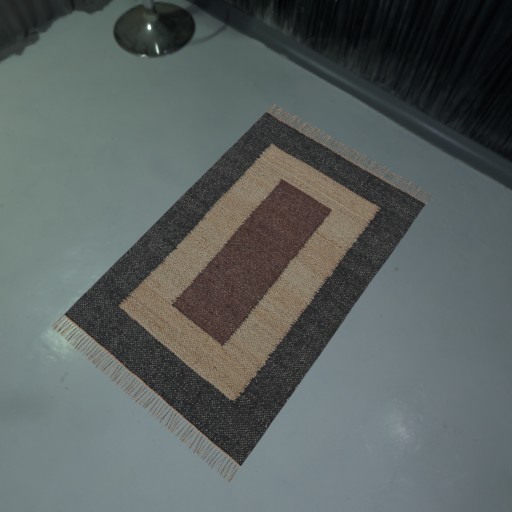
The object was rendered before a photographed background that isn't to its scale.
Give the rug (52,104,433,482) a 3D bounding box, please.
[{"bbox_3d":[0.000,0.000,2.550,1.224,0.027,2.021,35,69,15],"label":"rug"}]
